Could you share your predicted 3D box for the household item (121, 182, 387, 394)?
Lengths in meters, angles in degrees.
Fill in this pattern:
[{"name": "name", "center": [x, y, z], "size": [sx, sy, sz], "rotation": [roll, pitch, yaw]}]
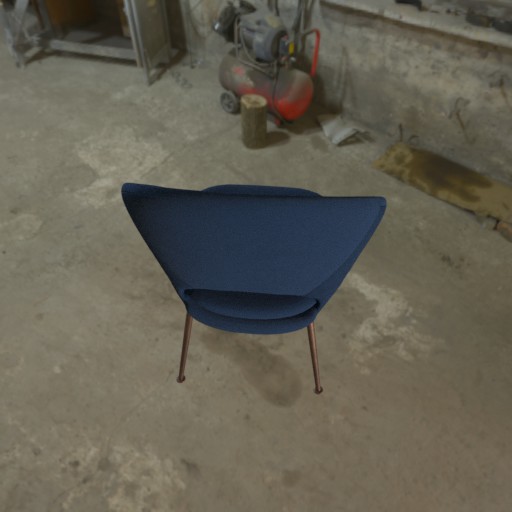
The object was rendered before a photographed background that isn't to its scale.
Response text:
[{"name": "household item", "center": [0.000, 0.000, 1.252], "size": [0.623, 0.852, 0.573], "rotation": [4, 47, 3]}]
